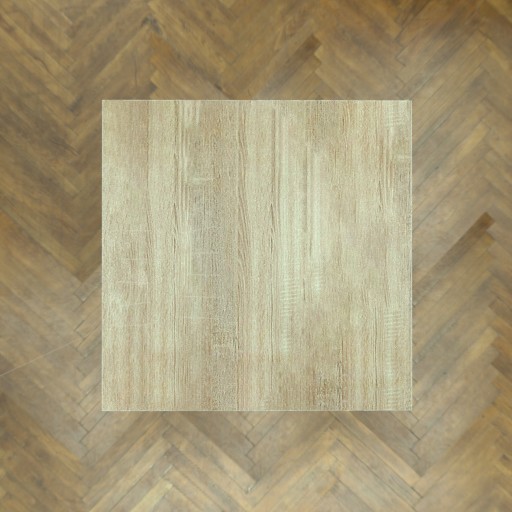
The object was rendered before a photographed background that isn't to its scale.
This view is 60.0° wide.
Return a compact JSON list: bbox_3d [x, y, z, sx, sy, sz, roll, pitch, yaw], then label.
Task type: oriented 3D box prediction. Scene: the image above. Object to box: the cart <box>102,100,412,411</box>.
[{"bbox_3d":[0.000,0.000,1.124,0.520,0.762,0.521,0,90,0],"label":"cart"}]
